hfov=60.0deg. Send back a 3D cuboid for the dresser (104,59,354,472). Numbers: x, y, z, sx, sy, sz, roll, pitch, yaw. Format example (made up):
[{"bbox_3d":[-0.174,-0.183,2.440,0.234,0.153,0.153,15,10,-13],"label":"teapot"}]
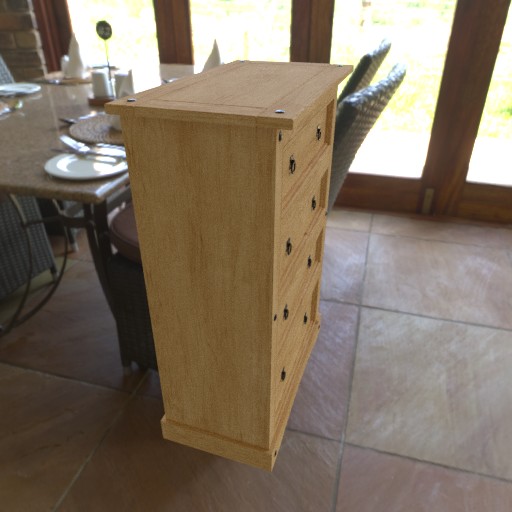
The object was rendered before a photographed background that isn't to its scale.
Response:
[{"bbox_3d":[0.000,0.000,1.731,0.485,1.300,0.915,10,32,16],"label":"dresser"}]
